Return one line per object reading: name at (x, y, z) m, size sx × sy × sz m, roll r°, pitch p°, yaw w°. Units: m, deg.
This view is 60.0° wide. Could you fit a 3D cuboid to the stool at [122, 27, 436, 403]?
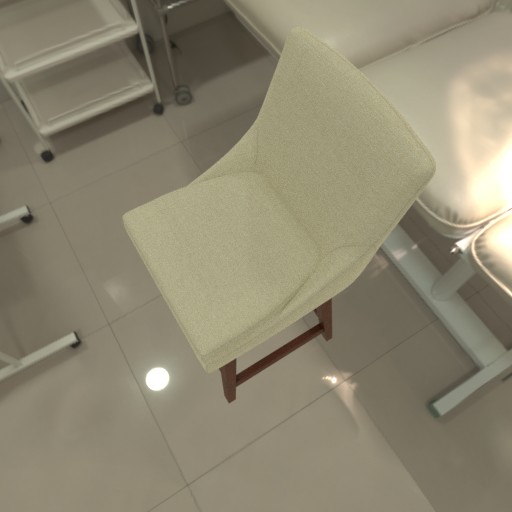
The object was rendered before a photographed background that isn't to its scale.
stool at (0.000, 0.000, 1.254) m, size 0.559 × 0.991 × 0.469 m, roll -29°, pitch 68°, yaw -13°
